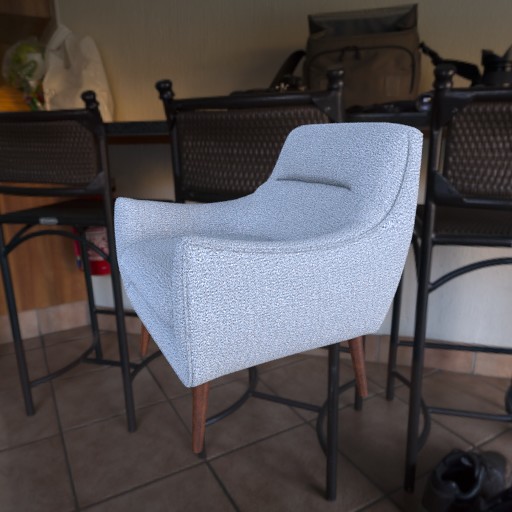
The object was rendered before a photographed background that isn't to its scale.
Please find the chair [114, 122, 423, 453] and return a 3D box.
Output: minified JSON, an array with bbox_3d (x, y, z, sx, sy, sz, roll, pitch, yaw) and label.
[{"bbox_3d":[0.000,0.000,1.450,0.787,0.838,0.762,-8,17,-26],"label":"chair"}]
